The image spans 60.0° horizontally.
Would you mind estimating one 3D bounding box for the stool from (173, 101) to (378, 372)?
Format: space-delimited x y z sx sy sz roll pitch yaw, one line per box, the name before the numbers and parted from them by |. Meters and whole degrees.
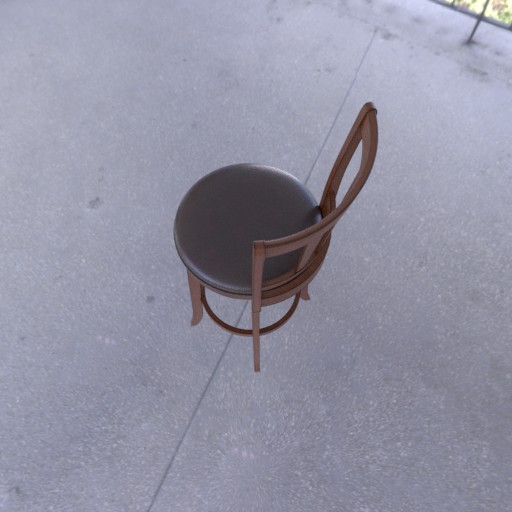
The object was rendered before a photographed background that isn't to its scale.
stool | 0.000 0.000 1.473 0.503 1.177 0.464 33 68 15
